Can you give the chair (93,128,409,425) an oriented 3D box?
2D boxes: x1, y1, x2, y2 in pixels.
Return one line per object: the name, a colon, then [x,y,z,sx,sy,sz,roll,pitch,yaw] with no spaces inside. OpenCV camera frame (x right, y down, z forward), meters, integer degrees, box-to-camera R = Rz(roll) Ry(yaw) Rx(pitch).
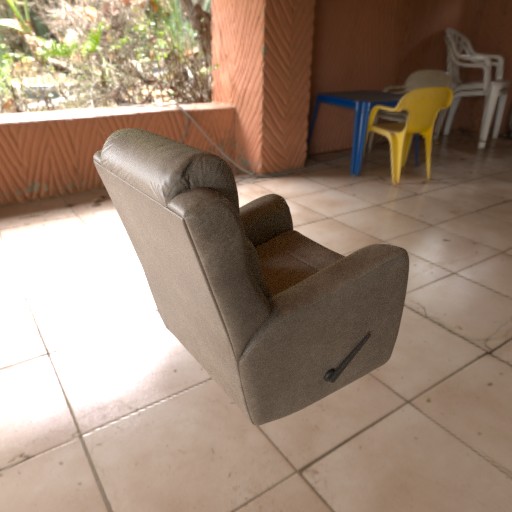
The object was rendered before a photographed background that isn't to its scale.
chair: [0.000,0.000,1.976,1.068,1.116,0.967,-17,31,-31]
